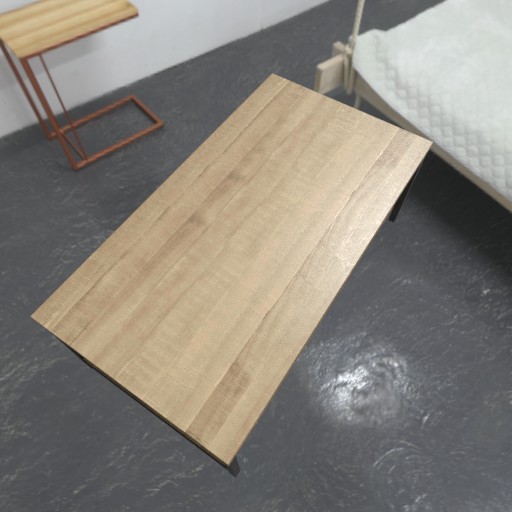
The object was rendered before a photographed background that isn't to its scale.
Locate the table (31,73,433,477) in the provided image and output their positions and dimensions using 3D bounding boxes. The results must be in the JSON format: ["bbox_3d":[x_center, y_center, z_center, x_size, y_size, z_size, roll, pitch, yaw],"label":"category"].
[{"bbox_3d":[0.000,0.000,1.359,0.574,0.393,1.062,30,64,16],"label":"table"}]
